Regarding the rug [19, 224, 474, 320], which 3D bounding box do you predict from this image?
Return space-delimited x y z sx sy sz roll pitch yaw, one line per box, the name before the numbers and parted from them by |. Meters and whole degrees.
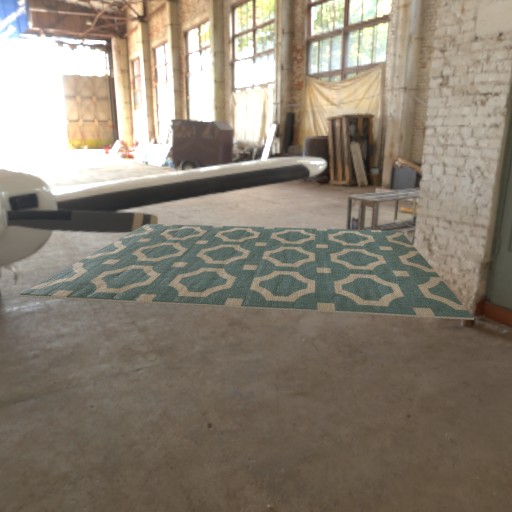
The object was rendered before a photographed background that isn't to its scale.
rug | 0.000 0.000 4.100 3.049 0.021 2.466 2 16 7
